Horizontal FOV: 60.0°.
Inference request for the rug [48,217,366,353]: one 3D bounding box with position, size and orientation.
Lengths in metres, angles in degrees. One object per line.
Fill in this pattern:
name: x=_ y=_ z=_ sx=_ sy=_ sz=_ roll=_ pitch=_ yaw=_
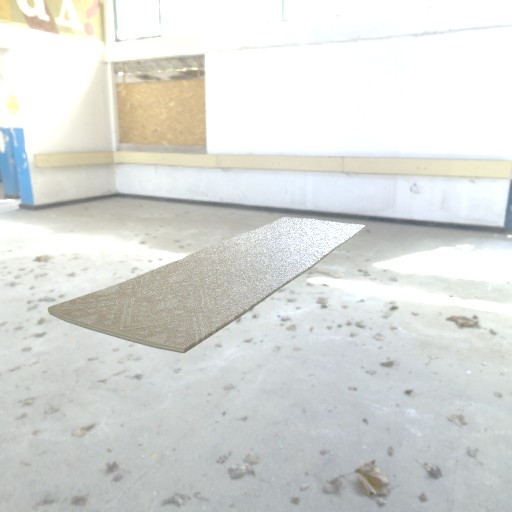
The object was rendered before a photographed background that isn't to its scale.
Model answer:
rug: x=0.000 y=0.000 z=2.774 sx=0.752 sy=0.051 sz=2.452 roll=8 pitch=18 yaw=27
